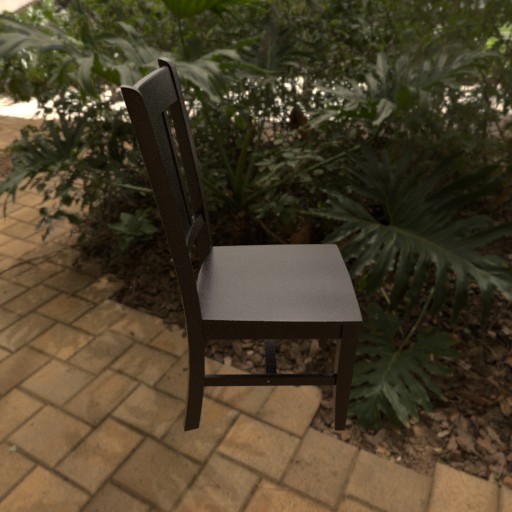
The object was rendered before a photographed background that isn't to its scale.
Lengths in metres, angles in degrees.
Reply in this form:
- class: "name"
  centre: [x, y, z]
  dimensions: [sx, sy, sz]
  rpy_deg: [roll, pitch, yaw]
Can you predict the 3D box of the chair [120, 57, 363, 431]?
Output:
- class: "chair"
  centre: [0.000, 0.000, 1.271]
  dimensions: [0.555, 0.998, 0.450]
  rpy_deg: [0, 31, -1]
